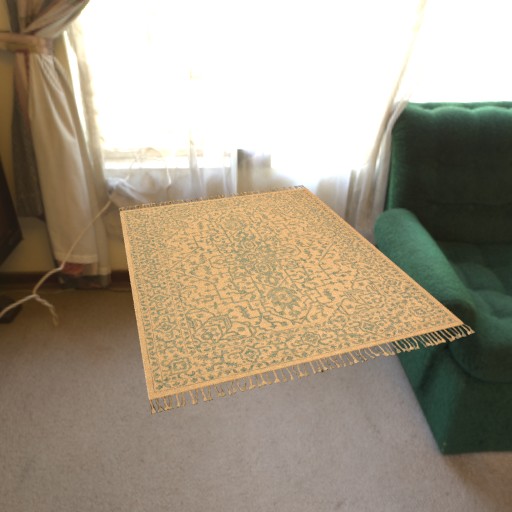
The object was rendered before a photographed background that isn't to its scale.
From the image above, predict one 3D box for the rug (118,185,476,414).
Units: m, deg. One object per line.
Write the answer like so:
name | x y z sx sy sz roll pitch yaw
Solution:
rug | 0.000 0.000 4.402 2.464 0.010 3.327 -9 31 -16
